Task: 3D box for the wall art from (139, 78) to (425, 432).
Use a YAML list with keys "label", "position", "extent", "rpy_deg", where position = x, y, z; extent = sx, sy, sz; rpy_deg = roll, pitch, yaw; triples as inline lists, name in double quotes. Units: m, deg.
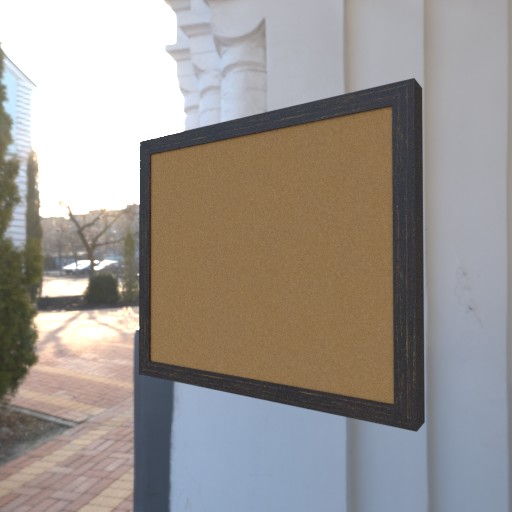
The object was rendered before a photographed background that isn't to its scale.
- label: "wall art"
  position: [0.000, 0.000, 0.534]
  extent: [0.381, 0.330, 0.031]
  rpy_deg: [-1, -1, 34]
